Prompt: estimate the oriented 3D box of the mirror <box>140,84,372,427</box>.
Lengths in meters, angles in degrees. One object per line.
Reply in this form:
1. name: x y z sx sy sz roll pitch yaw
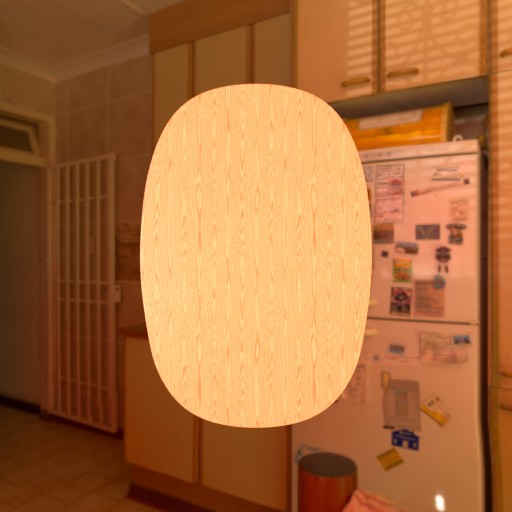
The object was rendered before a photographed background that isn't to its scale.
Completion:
1. mirror: 0.000 0.000 1.403 0.724 1.075 0.037 0 0 0
